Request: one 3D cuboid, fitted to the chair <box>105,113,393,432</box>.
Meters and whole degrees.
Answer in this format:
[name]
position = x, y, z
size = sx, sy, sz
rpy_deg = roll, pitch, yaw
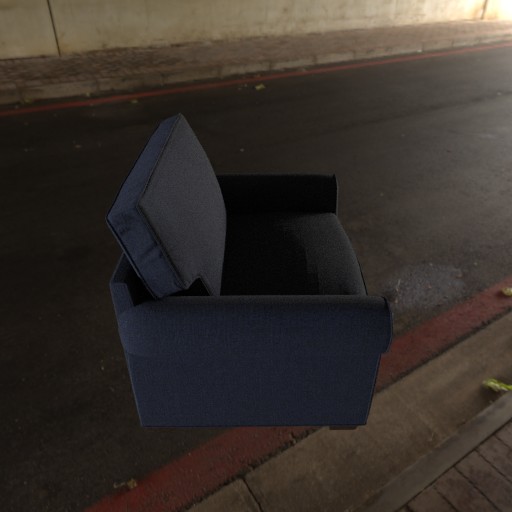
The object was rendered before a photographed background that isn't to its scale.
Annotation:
[chair]
position = 0.000, 0.000, 2.022
size = 0.963, 1.044, 1.285
rpy_deg = 0, 33, -1
